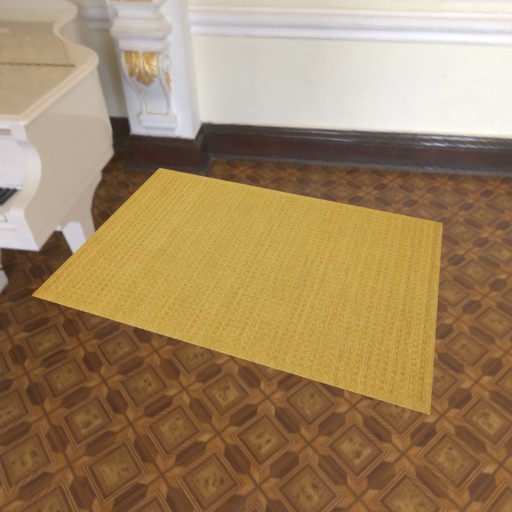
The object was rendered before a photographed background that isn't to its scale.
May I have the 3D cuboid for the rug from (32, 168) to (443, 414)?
[{"bbox_3d":[0.000,0.000,3.693,2.895,0.006,1.981,13,43,14],"label":"rug"}]
